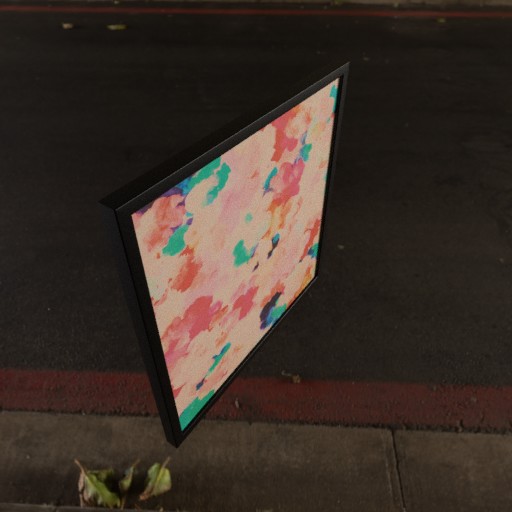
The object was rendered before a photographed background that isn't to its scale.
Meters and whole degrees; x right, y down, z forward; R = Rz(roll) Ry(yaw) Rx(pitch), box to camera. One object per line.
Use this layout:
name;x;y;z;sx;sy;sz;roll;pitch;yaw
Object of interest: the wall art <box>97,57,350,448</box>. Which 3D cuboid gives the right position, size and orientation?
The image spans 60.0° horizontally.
wall art;0.000;0.000;1.121;0.036;0.755;0.756;25;48;25
